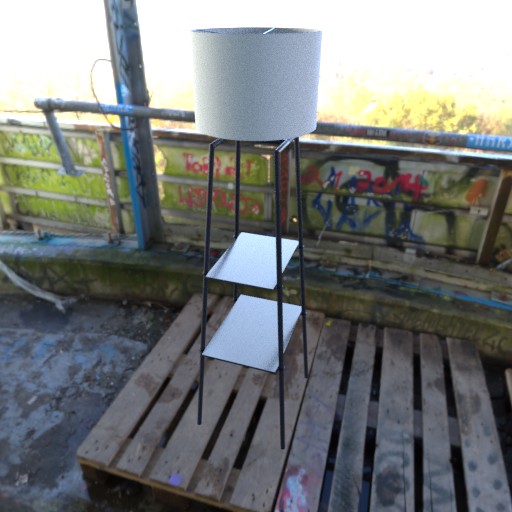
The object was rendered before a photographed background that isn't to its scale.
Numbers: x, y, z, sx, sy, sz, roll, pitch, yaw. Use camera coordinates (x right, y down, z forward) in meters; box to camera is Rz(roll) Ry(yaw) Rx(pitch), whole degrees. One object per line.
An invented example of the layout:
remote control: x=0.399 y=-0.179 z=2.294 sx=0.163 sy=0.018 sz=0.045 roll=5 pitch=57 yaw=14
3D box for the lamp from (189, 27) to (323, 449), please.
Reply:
lamp: x=0.000 y=0.000 z=1.621 sx=0.384 sy=1.474 sz=0.427 roll=10 pitch=31 yaw=16
